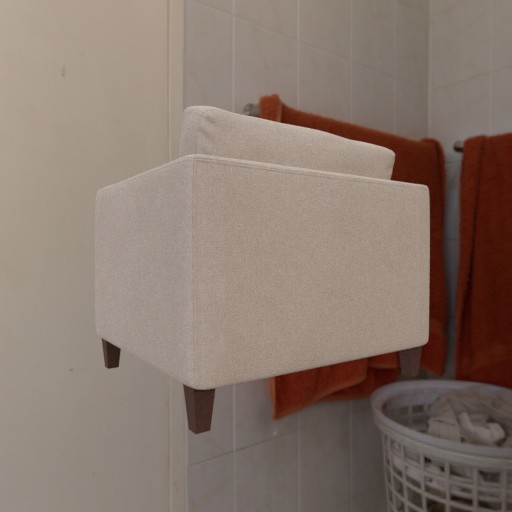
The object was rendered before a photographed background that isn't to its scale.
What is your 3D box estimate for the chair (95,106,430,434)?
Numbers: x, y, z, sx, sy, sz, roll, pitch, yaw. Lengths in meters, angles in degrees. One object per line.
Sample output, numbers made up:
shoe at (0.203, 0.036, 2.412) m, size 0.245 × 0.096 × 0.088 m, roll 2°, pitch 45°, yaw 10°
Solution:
chair at (0.000, 0.000, 1.858) m, size 1.107 × 0.961 × 0.959 m, roll -1°, pitch 1°, yaw -35°
